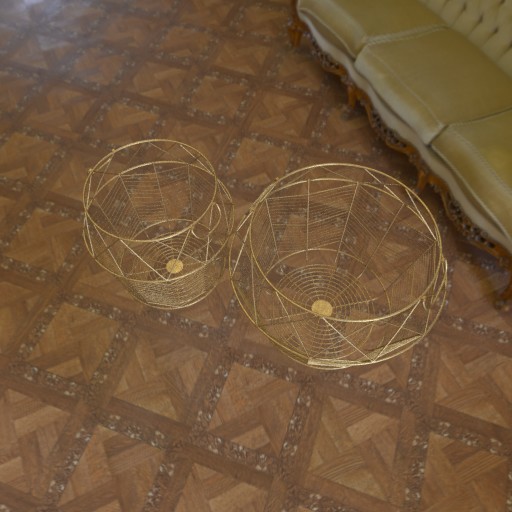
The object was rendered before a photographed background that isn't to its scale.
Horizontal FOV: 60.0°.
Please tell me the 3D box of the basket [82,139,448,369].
[{"bbox_3d":[0.000,0.000,1.017,0.805,0.343,0.451,16,59,10],"label":"basket"}]
